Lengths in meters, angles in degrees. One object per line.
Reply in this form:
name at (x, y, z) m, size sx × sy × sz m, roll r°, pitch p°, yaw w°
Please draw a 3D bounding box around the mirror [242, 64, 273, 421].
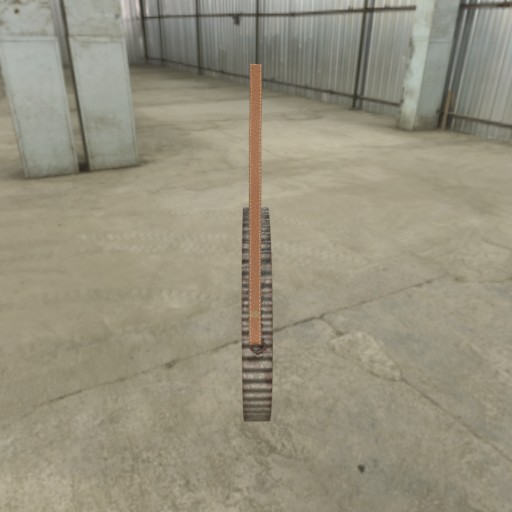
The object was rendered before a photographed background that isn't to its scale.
mirror at (0.000, 0.000, 0.713) m, size 0.042 × 0.568 × 0.355 m, roll 0°, pitch 27°, yaw -1°
